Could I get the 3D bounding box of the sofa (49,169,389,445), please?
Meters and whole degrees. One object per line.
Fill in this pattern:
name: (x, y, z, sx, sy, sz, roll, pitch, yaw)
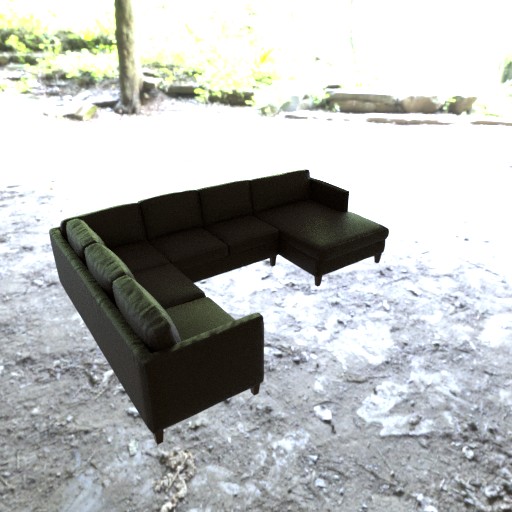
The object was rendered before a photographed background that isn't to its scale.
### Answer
sofa: (0.000, 0.000, 4.602, 3.460, 0.923, 2.593, -17, 32, -31)
